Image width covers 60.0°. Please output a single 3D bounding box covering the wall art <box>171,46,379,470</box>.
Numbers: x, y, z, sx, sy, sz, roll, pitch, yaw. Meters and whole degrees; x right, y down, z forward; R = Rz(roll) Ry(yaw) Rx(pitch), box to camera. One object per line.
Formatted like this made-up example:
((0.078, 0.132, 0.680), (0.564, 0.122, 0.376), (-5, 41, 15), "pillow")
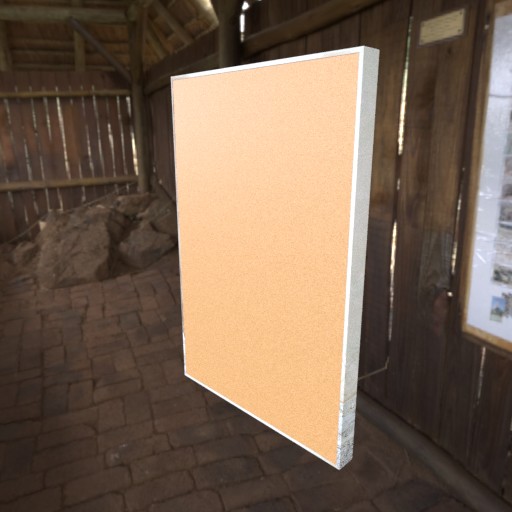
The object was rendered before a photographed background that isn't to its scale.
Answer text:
((0.000, 0.000, 0.761), (0.036, 0.607, 0.403), (-15, 21, -43), "wall art")
